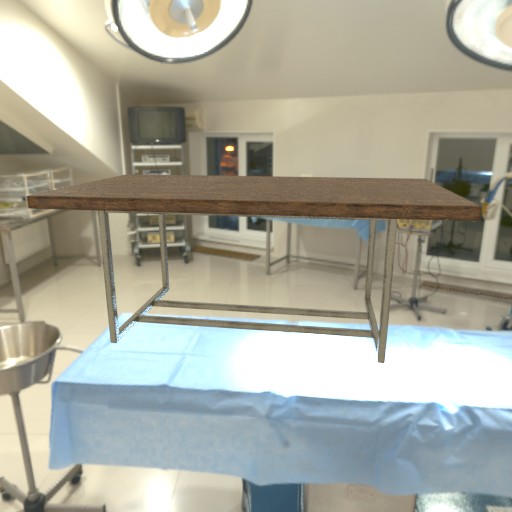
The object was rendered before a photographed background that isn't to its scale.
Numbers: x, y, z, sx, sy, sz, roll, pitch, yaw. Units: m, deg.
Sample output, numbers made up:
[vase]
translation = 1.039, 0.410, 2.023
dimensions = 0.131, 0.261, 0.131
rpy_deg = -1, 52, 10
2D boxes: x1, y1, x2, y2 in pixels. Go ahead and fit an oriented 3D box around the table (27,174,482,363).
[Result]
[table]
translation = 0.000, 0.000, 2.527
dimensions = 1.989, 0.795, 1.078
rpy_deg = 2, 16, 9
